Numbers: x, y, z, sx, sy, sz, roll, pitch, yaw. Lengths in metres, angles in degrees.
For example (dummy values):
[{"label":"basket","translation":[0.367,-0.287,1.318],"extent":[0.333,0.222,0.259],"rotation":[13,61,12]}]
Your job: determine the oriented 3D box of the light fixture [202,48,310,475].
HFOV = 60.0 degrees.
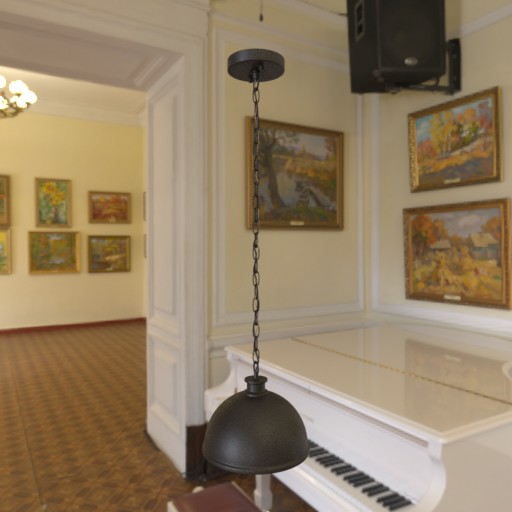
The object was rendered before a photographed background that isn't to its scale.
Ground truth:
[{"label":"light fixture","translation":[0.000,0.000,1.250],"extent":[0.304,1.090,0.304],"rotation":[0,1,-18]}]
